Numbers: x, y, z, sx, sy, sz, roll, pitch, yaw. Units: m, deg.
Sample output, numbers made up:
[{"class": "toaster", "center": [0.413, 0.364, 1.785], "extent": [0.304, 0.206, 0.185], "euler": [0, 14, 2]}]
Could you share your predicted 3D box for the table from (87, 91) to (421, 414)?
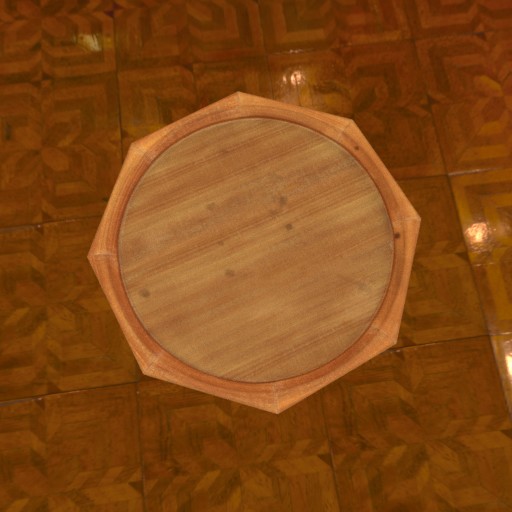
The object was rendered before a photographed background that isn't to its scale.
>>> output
[{"class": "table", "center": [0.000, 0.000, 1.531], "extent": [1.002, 0.444, 1.002], "euler": [0, 75, 0]}]
